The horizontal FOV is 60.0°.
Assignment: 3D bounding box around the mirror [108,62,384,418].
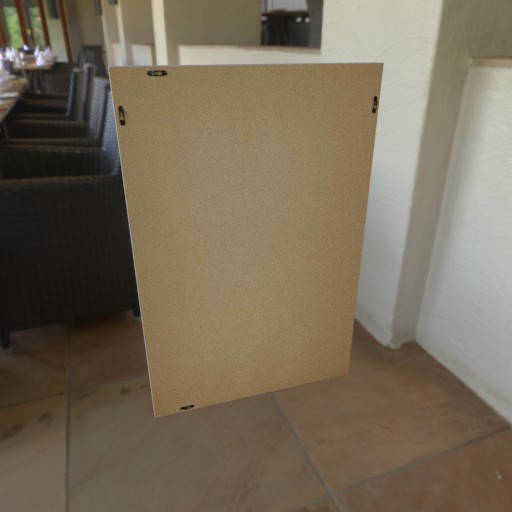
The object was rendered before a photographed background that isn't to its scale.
[{"bbox_3d":[0.000,0.000,1.152,0.609,0.915,0.040,-8,27,-16],"label":"mirror"}]
